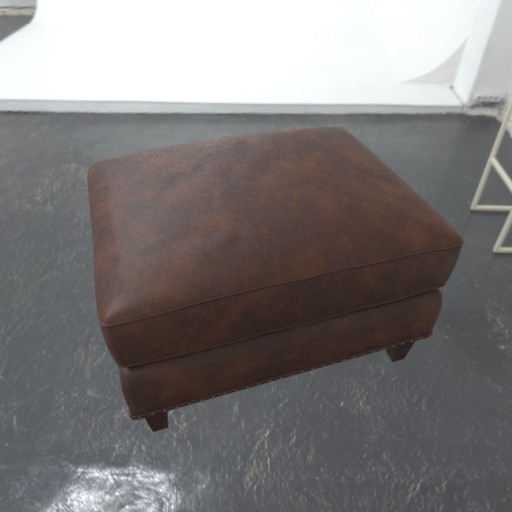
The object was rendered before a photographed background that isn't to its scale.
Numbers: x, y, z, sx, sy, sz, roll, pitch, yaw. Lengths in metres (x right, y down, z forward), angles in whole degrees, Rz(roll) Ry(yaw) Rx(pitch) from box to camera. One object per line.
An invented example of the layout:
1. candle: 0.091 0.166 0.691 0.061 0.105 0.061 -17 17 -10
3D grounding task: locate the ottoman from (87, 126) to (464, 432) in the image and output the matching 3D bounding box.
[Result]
1. ottoman: 0.000 0.000 1.136 0.742 0.486 0.586 -12 42 -13
